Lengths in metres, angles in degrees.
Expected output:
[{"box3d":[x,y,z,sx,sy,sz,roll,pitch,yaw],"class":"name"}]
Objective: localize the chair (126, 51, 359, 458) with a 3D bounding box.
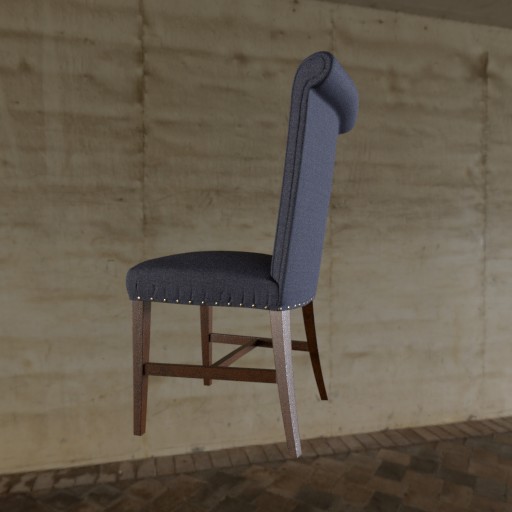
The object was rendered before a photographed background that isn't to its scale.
[{"box3d":[0.000,0.000,1.365,0.608,0.988,0.513,0,1,18],"class":"chair"}]
